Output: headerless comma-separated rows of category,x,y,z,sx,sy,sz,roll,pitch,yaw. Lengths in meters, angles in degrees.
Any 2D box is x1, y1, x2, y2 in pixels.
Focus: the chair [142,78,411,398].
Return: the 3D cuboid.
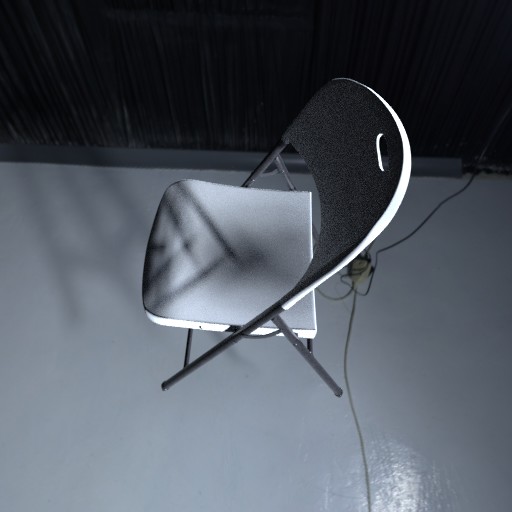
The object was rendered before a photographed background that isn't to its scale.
chair,0.000,0.000,1.156,0.566,0.810,0.494,2,57,1
